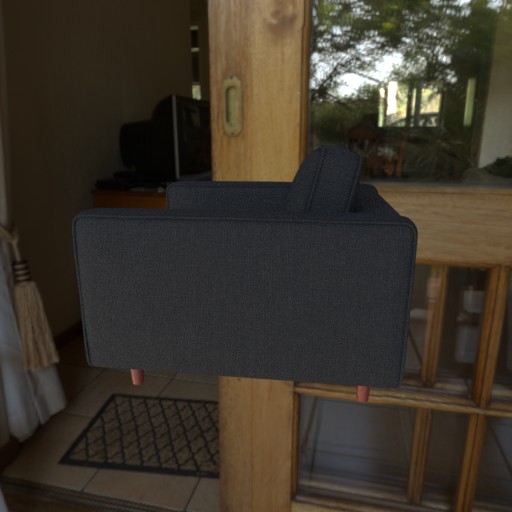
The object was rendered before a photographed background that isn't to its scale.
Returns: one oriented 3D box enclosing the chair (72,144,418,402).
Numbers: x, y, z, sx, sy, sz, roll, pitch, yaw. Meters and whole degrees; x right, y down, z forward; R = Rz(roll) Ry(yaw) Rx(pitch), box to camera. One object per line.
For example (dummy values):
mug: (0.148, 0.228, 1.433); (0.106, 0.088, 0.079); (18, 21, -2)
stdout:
chair: (0.000, 0.000, 1.590); (0.919, 0.770, 0.899); (2, 15, 8)
